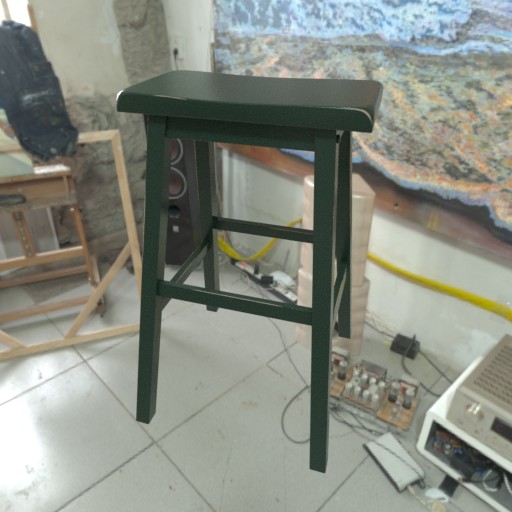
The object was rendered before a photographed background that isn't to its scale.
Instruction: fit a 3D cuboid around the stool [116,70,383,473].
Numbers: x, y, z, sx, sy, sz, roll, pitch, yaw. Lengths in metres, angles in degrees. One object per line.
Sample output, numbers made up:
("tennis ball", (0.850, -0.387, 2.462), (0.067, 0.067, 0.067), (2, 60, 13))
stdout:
("stool", (0.000, 0.000, 1.008), (0.457, 0.737, 0.476), (9, 33, 14))
